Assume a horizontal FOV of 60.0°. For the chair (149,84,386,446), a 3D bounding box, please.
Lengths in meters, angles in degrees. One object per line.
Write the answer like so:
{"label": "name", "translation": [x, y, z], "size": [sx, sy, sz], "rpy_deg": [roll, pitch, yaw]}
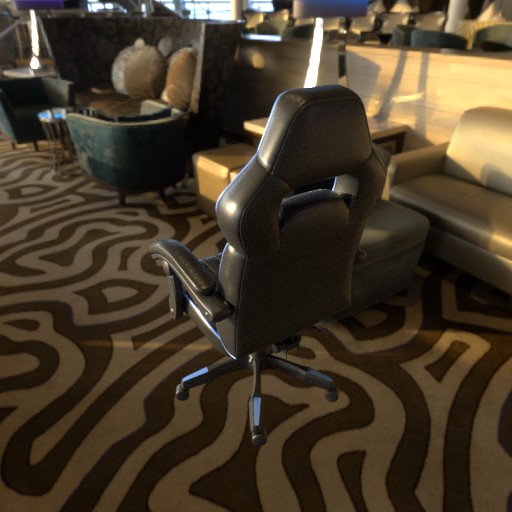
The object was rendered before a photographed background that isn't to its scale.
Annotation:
{"label": "chair", "translation": [0.000, 0.000, 1.678], "size": [0.700, 1.280, 0.700], "rpy_deg": [-19, 35, -30]}
